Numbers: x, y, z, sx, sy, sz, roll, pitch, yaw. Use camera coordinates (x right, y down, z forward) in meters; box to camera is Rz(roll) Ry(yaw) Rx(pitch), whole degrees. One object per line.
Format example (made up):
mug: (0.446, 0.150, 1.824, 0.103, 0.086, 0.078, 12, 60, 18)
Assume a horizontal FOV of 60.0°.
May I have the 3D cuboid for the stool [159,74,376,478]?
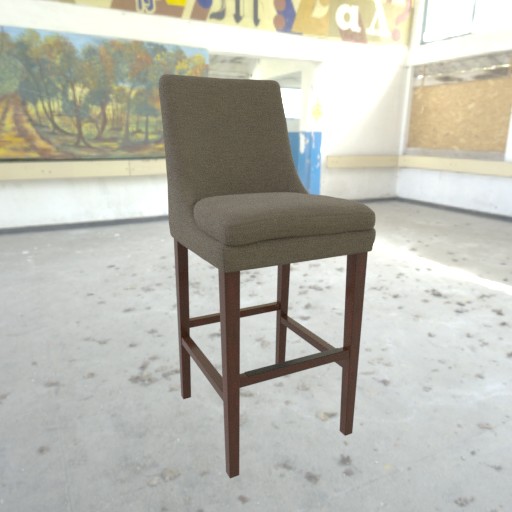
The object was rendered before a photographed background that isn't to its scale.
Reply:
stool: (0.000, 0.000, 1.370, 0.470, 1.078, 0.577, -8, 17, -26)
